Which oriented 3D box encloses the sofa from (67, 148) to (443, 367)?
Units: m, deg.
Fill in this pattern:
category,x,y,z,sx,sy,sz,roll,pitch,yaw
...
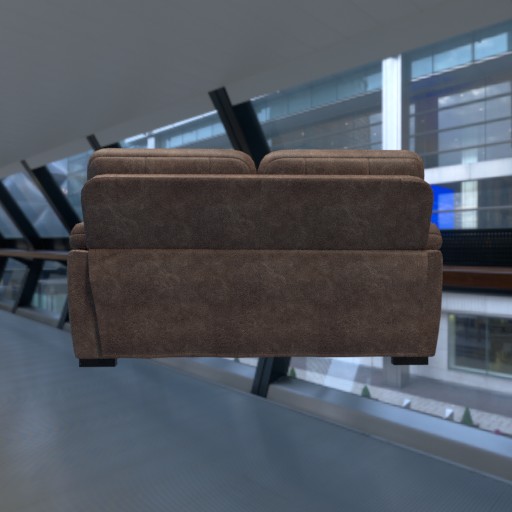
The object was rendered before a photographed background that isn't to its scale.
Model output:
category,x,y,z,sx,sy,sz,roll,pitch,yaw
sofa,0.000,0.000,2.397,1.753,0.991,0.991,0,0,-1
